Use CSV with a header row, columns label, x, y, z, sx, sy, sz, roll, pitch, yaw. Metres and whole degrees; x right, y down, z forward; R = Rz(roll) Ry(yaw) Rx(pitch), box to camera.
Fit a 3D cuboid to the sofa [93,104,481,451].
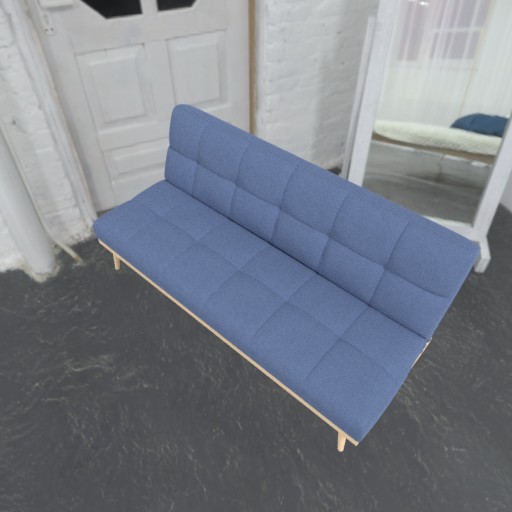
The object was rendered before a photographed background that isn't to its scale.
label,x,y,z,sx,sy,sz,roll,pitch,yaw
sofa,0.000,0.000,2.259,1.800,0.800,0.796,33,55,27
